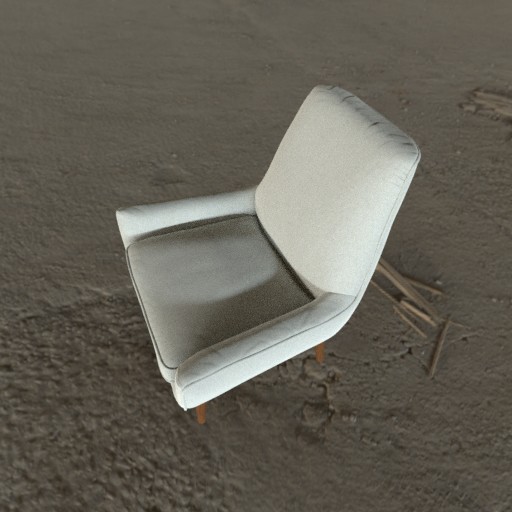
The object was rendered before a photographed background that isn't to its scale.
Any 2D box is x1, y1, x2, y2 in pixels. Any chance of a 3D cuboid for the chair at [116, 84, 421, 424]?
[{"bbox_3d":[0.000,0.000,1.498,0.822,0.888,0.787,-18,48,-17],"label":"chair"}]
